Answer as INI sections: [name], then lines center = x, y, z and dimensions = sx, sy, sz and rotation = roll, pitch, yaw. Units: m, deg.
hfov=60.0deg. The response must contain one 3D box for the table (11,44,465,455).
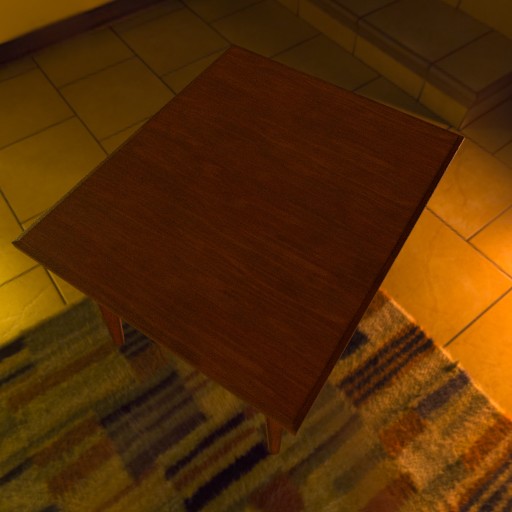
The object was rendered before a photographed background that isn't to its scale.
[table]
center = 0.000, 0.000, 1.539
dimensions = 0.838, 0.761, 0.991
rotation = 29, 63, 16
